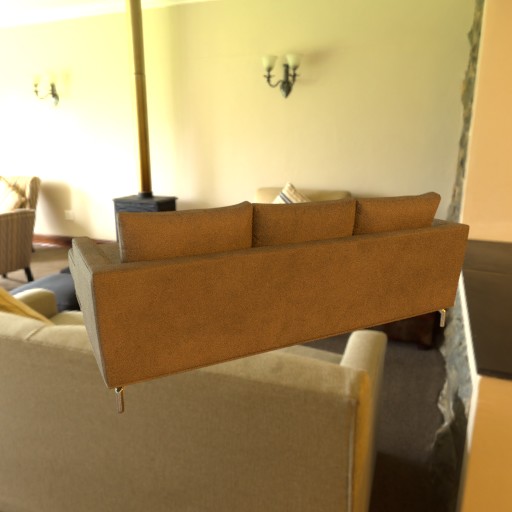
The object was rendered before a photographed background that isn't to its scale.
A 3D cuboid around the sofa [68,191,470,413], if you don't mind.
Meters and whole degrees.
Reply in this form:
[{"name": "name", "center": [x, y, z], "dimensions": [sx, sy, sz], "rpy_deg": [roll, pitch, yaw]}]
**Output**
[{"name": "sofa", "center": [0.000, 0.000, 3.209], "dimensions": [2.438, 0.987, 1.622], "rpy_deg": [-7, 16, -26]}]
